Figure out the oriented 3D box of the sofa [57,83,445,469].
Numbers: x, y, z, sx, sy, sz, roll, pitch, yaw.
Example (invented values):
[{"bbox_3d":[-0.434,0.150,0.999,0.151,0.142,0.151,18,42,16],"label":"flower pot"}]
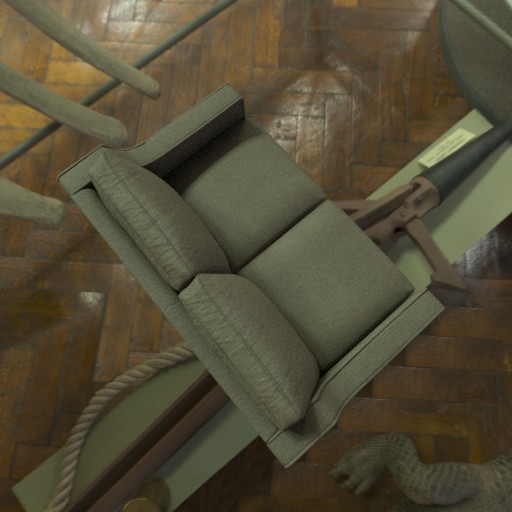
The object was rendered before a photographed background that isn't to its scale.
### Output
[{"bbox_3d":[0.000,0.000,2.147,0.985,0.981,1.503,-39,78,-10],"label":"sofa"}]
